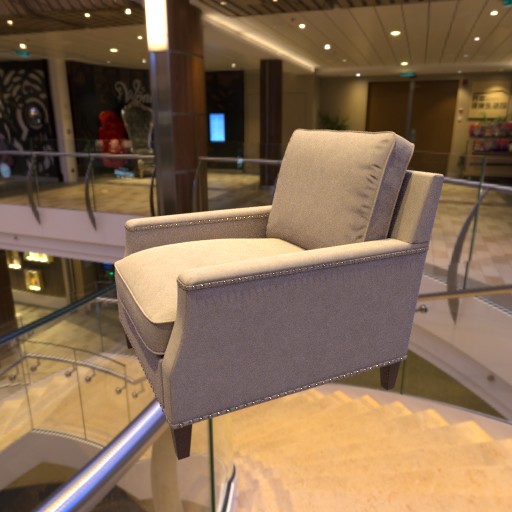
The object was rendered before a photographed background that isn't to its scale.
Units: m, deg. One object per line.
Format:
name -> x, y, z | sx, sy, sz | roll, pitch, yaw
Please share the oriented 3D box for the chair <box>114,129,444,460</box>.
chair -> 0.000, 0.000, 1.730 | 1.014, 0.943, 0.853 | -8, 19, -25
